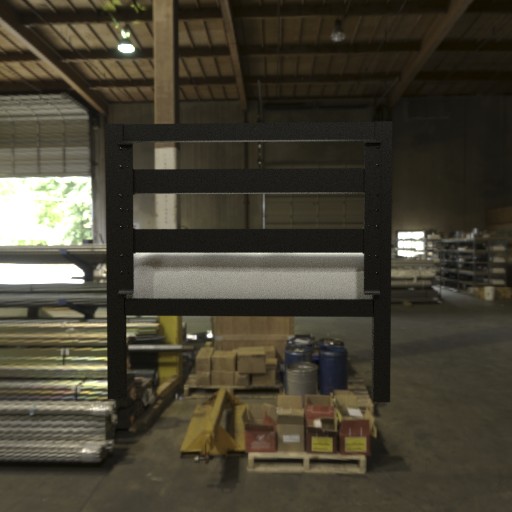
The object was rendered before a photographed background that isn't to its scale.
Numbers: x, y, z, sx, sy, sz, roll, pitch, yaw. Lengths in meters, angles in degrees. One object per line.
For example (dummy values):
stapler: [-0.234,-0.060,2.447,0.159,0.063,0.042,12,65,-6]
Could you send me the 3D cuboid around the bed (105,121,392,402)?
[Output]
bed: [0.000,0.000,2.492,0.991,0.967,1.930,0,1,2]
